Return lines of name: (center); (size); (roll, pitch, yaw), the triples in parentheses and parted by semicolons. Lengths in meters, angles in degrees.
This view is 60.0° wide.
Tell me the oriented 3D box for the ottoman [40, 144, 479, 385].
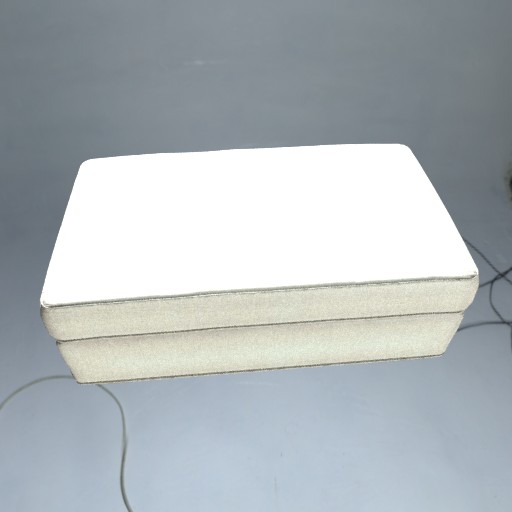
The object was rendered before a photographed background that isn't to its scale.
ottoman: (0.000, 0.000, 1.387); (1.097, 0.448, 0.617); (-4, 47, -3)
